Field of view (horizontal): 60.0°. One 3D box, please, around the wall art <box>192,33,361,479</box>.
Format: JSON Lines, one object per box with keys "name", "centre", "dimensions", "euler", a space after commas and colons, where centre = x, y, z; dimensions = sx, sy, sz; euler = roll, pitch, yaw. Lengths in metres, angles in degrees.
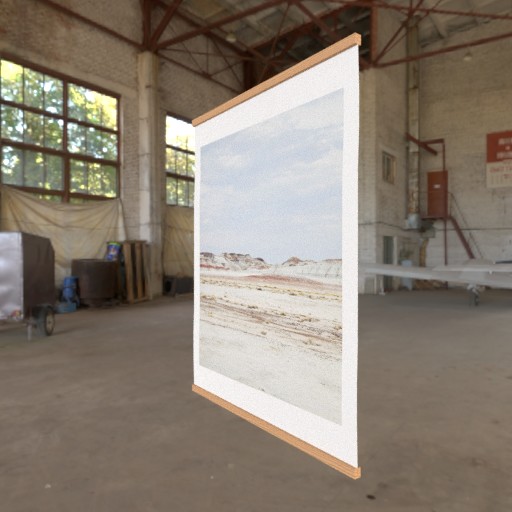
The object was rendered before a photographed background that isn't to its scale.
{"name": "wall art", "centre": [0.000, 0.000, 0.671], "dimensions": [0.010, 0.507, 0.404], "euler": [0, 0, -35]}
